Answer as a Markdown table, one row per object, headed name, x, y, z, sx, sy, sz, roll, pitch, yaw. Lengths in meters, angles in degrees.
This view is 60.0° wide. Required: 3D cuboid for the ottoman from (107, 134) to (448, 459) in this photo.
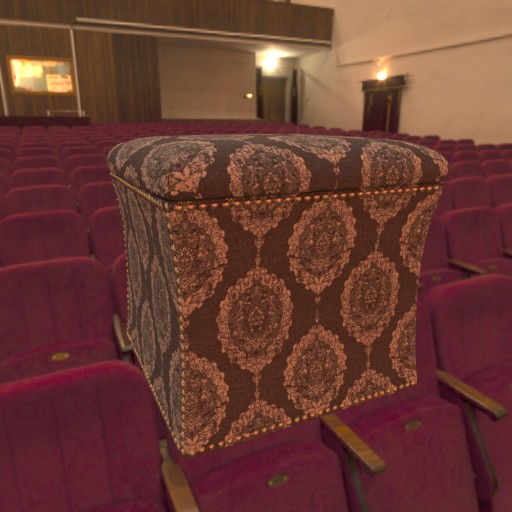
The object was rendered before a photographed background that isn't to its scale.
| name | x | y | z | sx | sy | sz | roll | pitch | yaw |
| --- | --- | --- | --- | --- | --- | --- | --- | --- | --- |
| ottoman | 0.000 | 0.000 | 0.895 | 0.497 | 0.475 | 0.507 | -8 | 18 | -24 |
